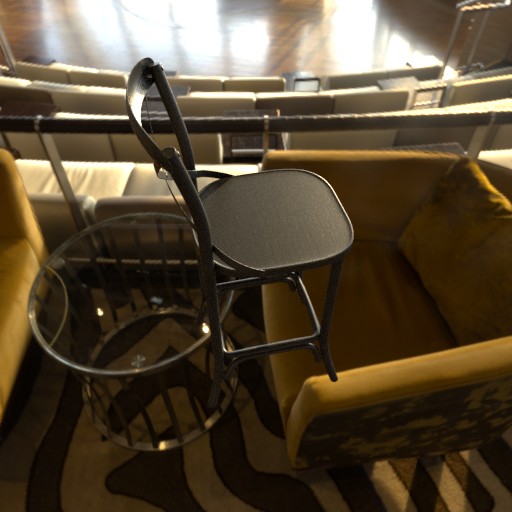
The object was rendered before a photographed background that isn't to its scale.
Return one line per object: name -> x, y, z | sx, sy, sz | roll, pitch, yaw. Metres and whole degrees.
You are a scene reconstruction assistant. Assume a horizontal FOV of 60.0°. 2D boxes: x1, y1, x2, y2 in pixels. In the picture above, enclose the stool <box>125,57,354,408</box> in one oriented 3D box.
stool -> 0.000, 0.000, 1.423 | 0.584, 1.168, 0.457 | -9, 48, -9
